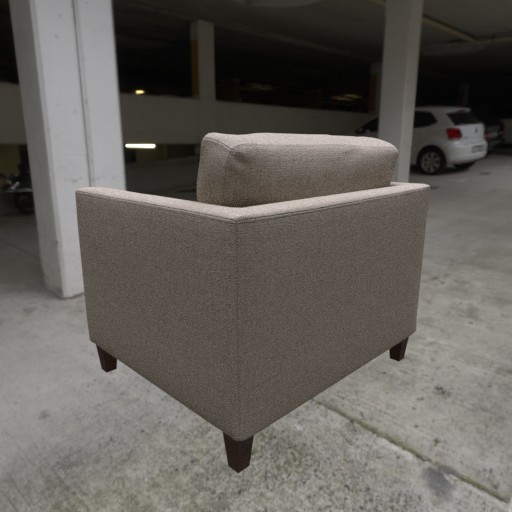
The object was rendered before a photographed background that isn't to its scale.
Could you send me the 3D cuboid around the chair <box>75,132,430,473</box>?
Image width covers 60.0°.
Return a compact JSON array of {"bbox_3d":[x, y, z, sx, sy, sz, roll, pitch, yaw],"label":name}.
[{"bbox_3d":[0.000,0.000,1.814,1.107,0.961,0.959,-14,20,-43],"label":"chair"}]
